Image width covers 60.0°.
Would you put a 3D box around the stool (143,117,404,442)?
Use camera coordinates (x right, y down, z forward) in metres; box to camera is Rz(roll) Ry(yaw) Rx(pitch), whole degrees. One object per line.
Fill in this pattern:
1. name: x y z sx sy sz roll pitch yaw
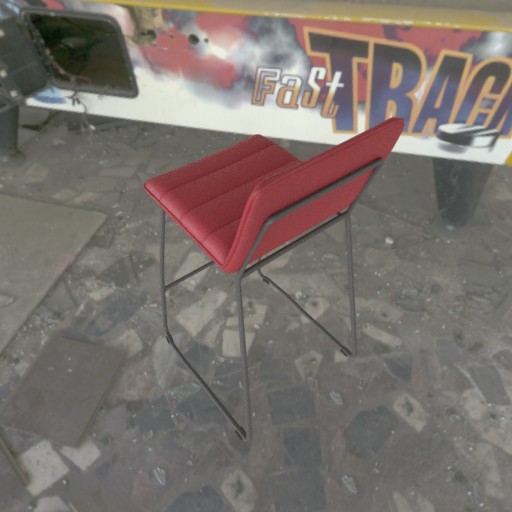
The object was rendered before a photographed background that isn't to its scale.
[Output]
1. stool: 0.000 0.000 1.254 0.489 0.937 0.524 -30 53 -26
